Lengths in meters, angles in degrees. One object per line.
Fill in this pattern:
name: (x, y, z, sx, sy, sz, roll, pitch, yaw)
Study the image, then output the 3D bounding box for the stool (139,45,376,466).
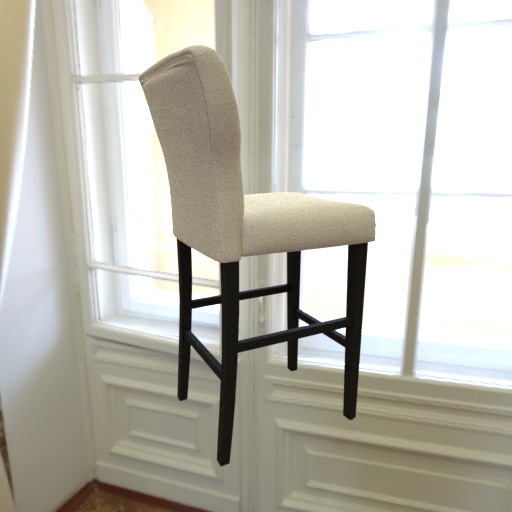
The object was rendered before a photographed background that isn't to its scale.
stool: (0.000, 0.000, 1.424, 0.603, 1.124, 0.516, -7, 16, -27)
